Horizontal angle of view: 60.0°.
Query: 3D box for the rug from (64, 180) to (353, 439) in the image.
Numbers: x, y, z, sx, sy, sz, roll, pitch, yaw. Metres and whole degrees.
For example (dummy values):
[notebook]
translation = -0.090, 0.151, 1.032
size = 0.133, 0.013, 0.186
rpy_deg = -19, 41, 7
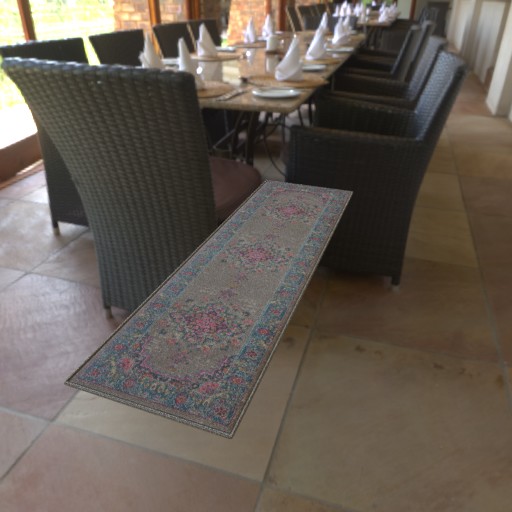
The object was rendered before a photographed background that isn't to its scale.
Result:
[rug]
translation = 0.000, 0.000, 1.981
size = 0.553, 0.012, 1.827
rpy_deg = 11, 32, 18
